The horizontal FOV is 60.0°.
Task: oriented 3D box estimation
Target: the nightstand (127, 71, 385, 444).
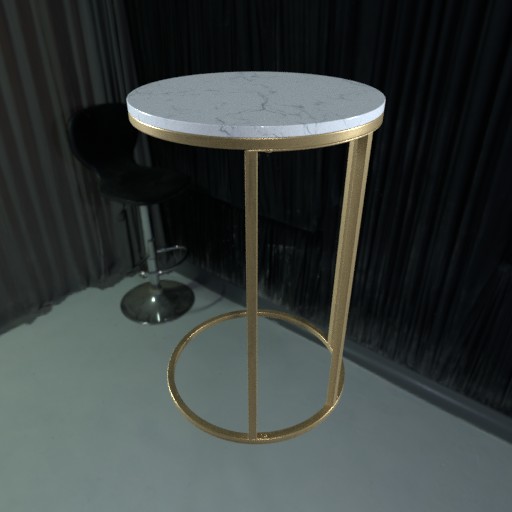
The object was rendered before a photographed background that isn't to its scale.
[{"bbox_3d":[0.000,0.000,0.864,0.400,0.610,0.400,21,37,30],"label":"nightstand"}]
